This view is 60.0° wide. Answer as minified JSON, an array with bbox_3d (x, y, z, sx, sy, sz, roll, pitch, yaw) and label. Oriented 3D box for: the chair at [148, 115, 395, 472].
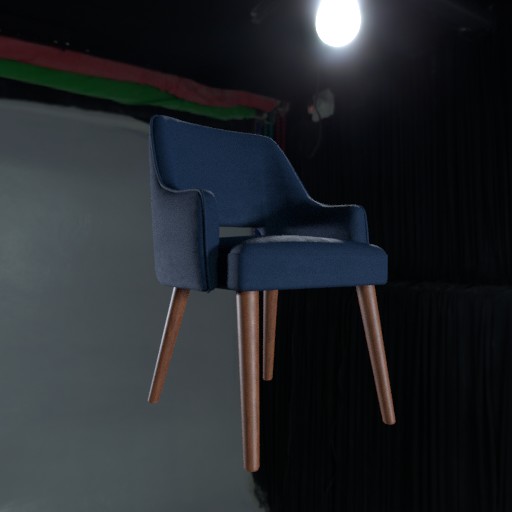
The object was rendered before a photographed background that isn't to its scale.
[{"bbox_3d":[0.000,0.000,1.228,0.559,0.844,0.591,0,-1,-36],"label":"chair"}]
